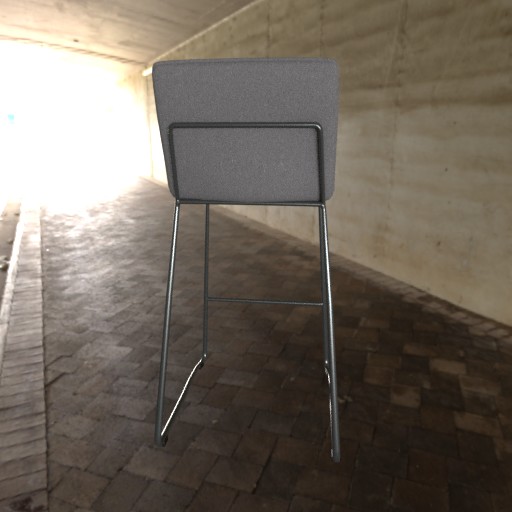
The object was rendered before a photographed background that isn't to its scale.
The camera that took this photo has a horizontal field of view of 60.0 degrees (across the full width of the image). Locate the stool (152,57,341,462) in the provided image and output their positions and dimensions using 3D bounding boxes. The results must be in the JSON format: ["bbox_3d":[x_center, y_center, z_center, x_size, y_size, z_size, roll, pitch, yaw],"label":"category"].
[{"bbox_3d":[0.000,0.000,1.241,0.490,0.960,0.490,2,16,7],"label":"stool"}]
